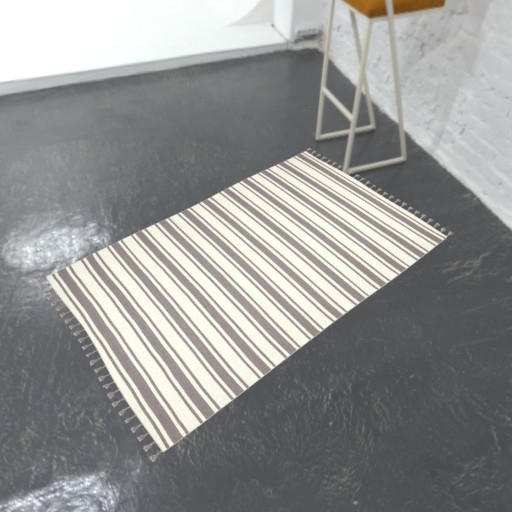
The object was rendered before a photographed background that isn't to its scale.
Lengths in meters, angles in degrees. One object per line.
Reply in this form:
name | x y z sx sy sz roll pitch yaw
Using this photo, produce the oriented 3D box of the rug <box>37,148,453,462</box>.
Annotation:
rug | 0.000 0.000 2.534 2.096 0.011 1.229 -31 53 -26
